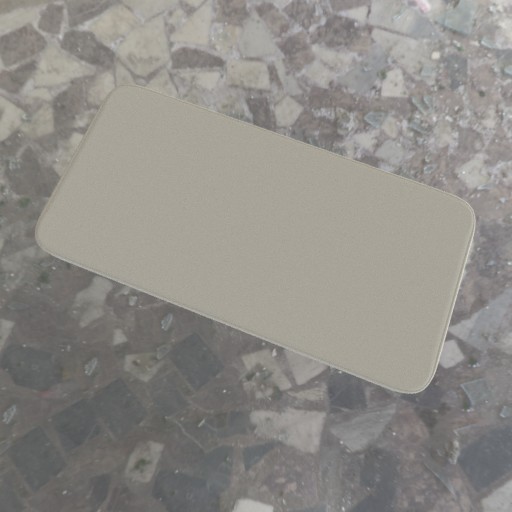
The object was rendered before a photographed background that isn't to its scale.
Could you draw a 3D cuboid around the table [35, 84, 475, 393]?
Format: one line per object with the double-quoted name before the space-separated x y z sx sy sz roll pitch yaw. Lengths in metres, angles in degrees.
"table" 0.000 0.000 1.668 1.219 0.737 0.610 21 76 5
